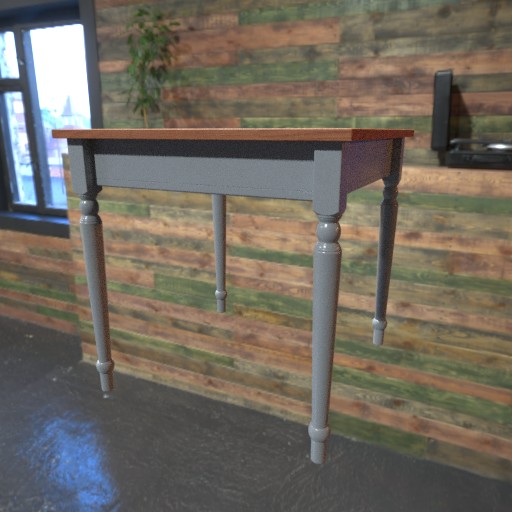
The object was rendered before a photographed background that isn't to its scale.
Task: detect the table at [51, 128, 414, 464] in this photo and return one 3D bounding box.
[{"bbox_3d":[0.000,0.000,1.344,0.747,0.738,0.747,8,18,26],"label":"table"}]
